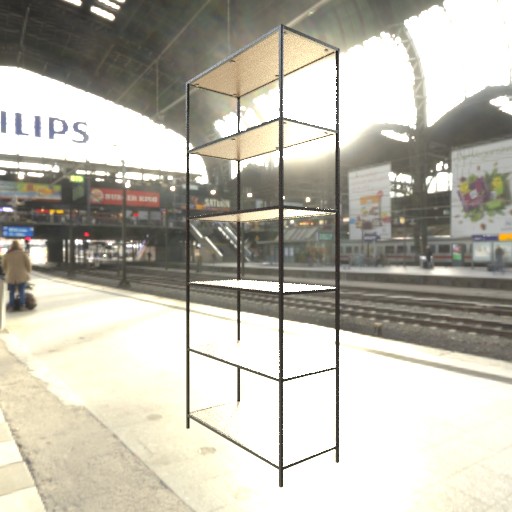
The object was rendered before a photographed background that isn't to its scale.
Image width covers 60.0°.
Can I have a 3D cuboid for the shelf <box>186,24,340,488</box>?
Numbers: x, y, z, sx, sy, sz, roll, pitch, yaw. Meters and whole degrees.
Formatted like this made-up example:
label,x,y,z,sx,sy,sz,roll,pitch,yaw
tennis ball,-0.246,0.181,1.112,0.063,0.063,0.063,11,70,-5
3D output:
label,x,y,z,sx,sy,sz,roll,pitch,yaw
shelf,0.000,0.000,2.177,0.350,1.850,0.770,0,0,-38
